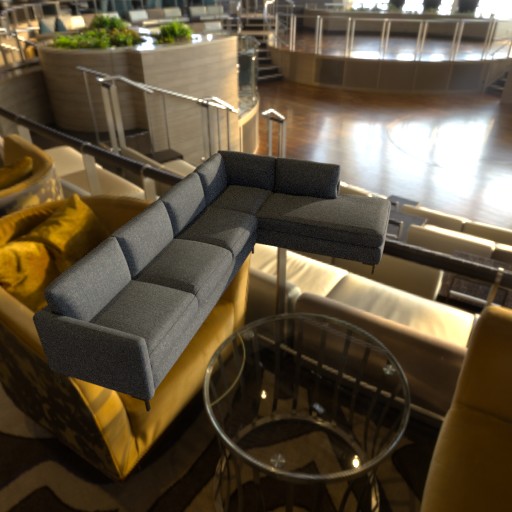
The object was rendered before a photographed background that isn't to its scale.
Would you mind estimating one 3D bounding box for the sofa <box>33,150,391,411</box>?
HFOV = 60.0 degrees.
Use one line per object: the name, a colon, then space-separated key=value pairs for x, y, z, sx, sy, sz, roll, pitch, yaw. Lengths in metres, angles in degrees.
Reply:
sofa: x=0.000 y=0.000 z=3.776 sx=2.007 sy=0.815 sz=2.949 roll=11 pitch=34 yaw=16
